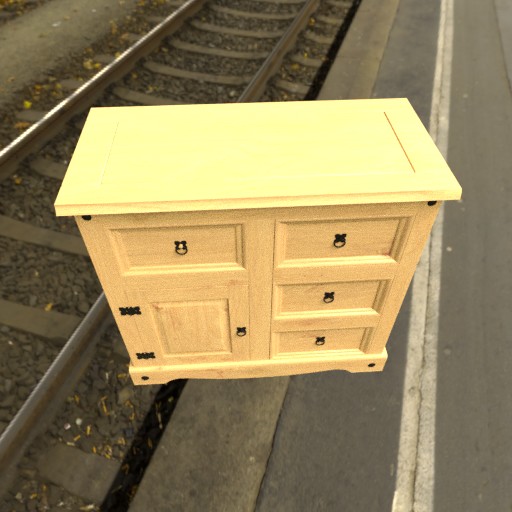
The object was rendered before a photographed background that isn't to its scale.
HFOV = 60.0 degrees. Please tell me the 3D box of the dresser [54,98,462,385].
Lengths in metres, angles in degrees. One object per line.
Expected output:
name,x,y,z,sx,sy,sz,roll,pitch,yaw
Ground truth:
dresser,0.000,0.000,1.440,0.915,0.835,0.440,-3,47,-2
